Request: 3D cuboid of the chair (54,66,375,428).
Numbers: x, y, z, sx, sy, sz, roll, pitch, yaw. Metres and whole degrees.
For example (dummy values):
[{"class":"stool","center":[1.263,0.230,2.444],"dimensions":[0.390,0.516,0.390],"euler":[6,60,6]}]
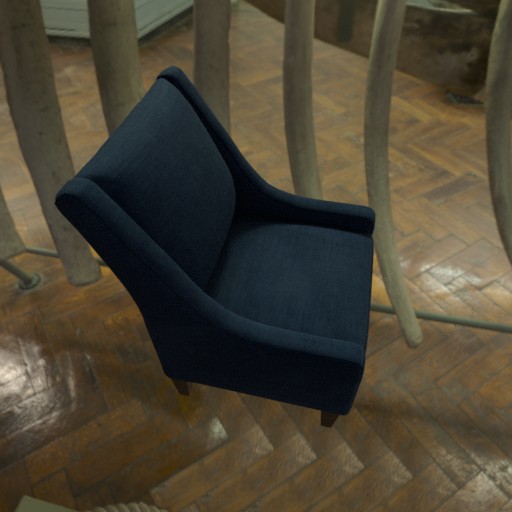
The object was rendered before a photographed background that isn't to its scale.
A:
[{"class":"chair","center":[0.000,0.000,1.618],"dimensions":[0.870,1.014,0.774],"euler":[10,47,9]}]
